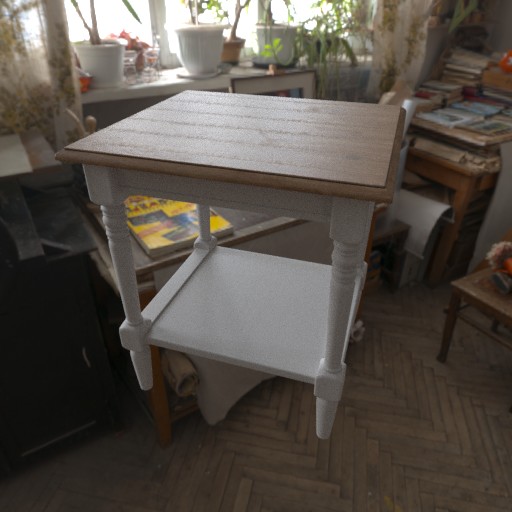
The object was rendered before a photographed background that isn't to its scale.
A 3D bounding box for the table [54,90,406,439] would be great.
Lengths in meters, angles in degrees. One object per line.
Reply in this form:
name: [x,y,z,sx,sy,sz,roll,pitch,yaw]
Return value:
table: [0.000,0.000,0.945,0.508,0.561,0.457,10,33,15]
